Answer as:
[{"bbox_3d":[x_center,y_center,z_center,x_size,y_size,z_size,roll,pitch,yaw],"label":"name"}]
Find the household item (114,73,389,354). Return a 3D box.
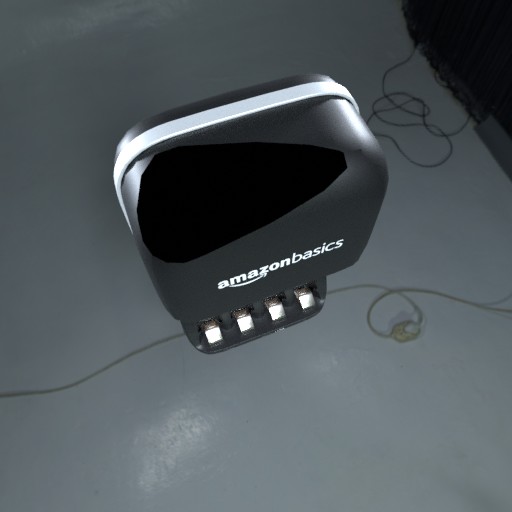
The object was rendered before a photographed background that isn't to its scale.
[{"bbox_3d":[0.000,0.000,0.150,0.070,0.114,0.038,-19,64,-10],"label":"household item"}]
